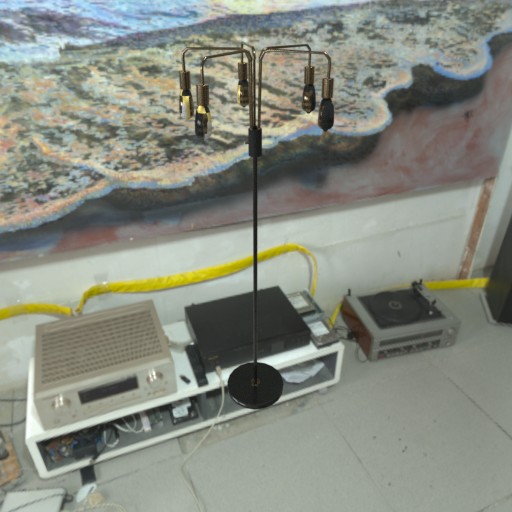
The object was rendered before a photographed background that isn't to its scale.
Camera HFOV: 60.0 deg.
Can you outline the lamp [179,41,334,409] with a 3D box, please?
[{"bbox_3d":[0.000,0.000,2.013,0.572,1.721,0.599,22,38,31],"label":"lamp"}]
